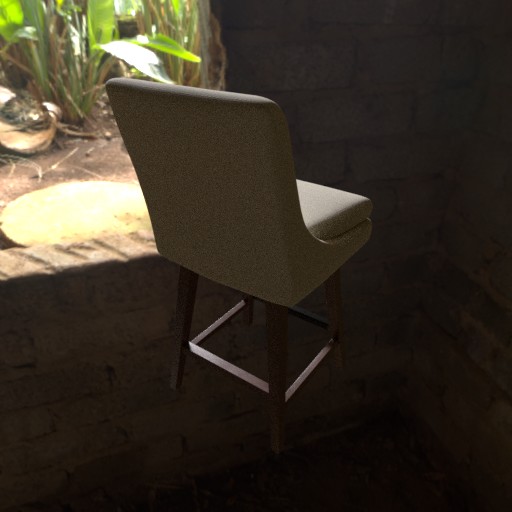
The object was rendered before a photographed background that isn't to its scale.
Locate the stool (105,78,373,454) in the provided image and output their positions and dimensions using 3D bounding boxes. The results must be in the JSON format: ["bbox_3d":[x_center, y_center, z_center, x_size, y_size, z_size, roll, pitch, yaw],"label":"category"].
[{"bbox_3d":[0.000,0.000,1.276,0.483,0.991,0.559,20,36,30],"label":"stool"}]
